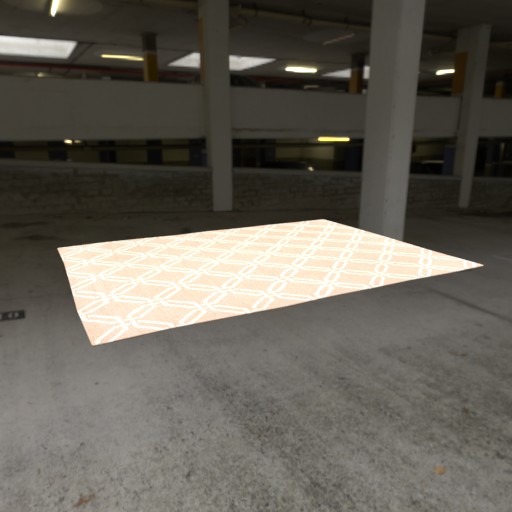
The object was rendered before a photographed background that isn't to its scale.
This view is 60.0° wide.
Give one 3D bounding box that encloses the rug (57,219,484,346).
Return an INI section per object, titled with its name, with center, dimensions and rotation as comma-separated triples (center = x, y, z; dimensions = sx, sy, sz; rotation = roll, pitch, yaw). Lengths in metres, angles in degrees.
[rug]
center = 0.000, 0.000, 4.257
dimensions = 3.365, 0.020, 2.452
rotation = -8, 18, -26
